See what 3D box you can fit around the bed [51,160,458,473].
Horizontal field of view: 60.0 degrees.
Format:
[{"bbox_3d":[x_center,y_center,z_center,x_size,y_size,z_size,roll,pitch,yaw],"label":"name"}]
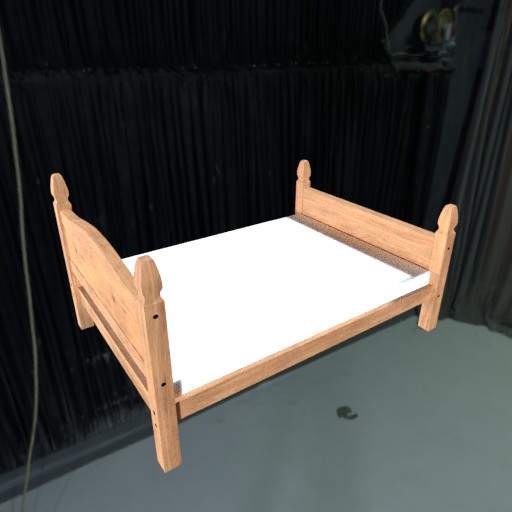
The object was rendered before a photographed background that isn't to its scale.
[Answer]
[{"bbox_3d":[0.000,0.000,2.915,2.069,1.100,1.490,-17,30,-31],"label":"bed"}]
